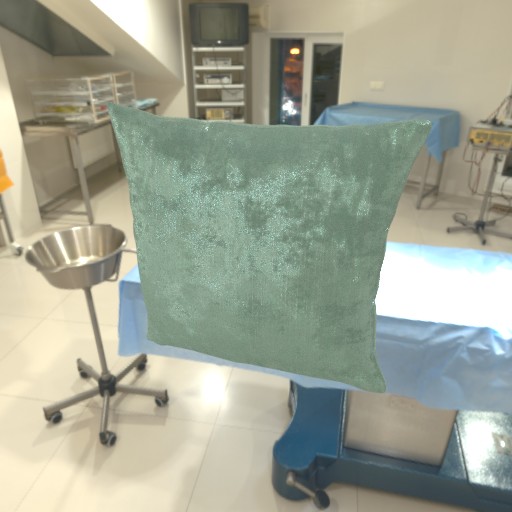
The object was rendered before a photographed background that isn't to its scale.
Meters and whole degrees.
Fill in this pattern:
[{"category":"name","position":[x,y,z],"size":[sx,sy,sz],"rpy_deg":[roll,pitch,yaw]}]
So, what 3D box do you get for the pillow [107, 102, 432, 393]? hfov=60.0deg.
[{"category":"pillow","position":[0.000,0.000,0.725],"size":[0.470,0.464,0.175],"rpy_deg":[8,28,15]}]
